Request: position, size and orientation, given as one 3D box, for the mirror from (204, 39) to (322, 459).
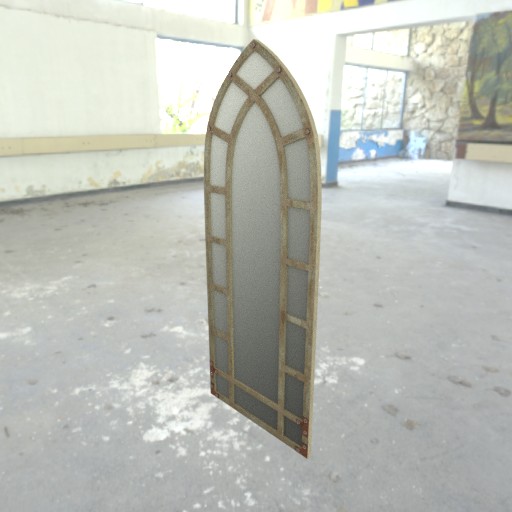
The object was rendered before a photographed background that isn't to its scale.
[{"bbox_3d":[0.000,0.000,1.324,0.025,1.175,0.464,-16,24,-42],"label":"mirror"}]
